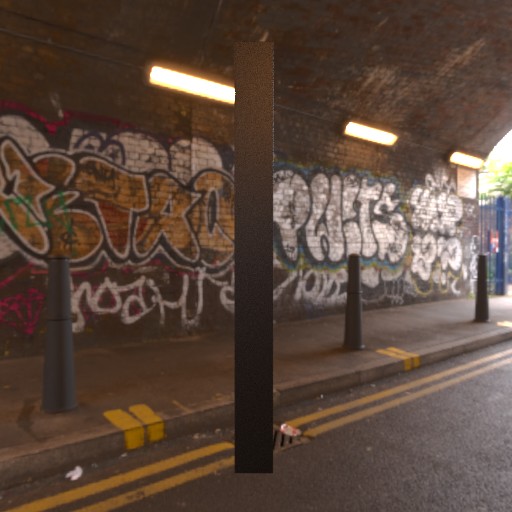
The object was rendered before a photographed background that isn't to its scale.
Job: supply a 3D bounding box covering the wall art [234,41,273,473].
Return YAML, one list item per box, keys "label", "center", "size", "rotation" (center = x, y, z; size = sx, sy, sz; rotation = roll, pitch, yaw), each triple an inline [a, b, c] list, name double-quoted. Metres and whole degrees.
- label: "wall art"
  center: [0.000, 0.000, 0.490]
  size: [0.029, 0.318, 0.327]
  rotation: [0, 1, 1]
